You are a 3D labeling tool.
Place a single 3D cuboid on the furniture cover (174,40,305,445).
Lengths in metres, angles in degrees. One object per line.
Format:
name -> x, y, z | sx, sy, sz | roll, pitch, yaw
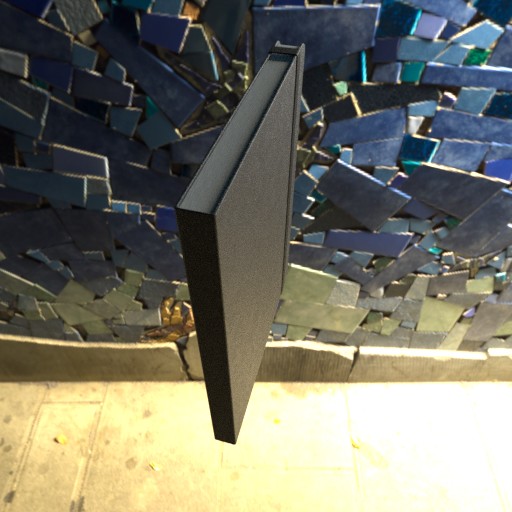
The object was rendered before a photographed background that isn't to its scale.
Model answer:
furniture cover -> 0.000, 0.000, 0.378 | 0.023, 0.281, 0.216 | 11, 48, 11
